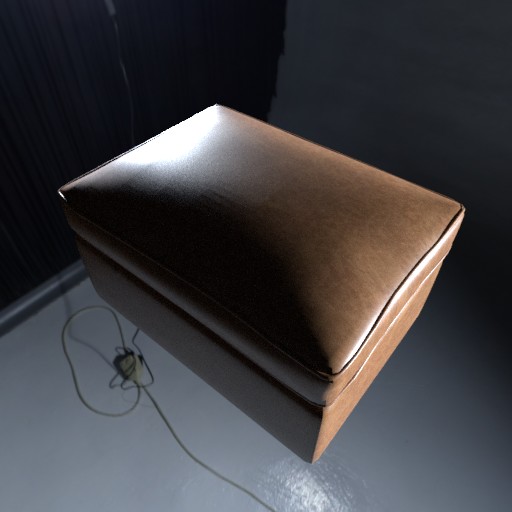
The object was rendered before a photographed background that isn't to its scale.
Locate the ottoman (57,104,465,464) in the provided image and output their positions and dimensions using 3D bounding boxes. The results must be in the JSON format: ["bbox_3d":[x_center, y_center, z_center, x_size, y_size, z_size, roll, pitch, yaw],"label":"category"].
[{"bbox_3d":[0.000,0.000,1.099,0.756,0.468,0.554,30,53,26],"label":"ottoman"}]
